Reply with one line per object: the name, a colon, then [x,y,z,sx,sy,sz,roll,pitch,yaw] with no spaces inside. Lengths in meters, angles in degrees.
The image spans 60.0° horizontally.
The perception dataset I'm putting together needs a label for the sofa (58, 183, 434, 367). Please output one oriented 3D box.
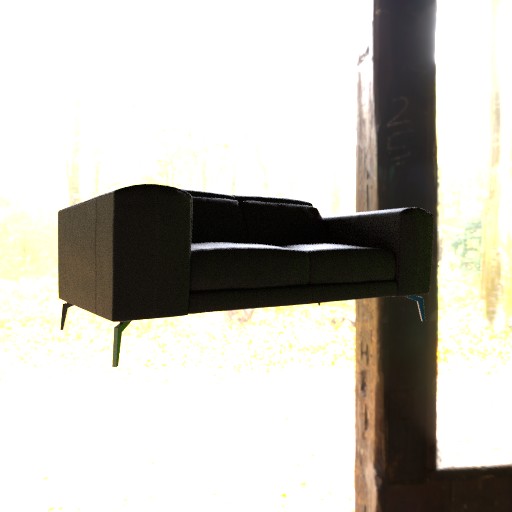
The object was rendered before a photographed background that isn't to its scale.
sofa: [0.000,0.000,2.460,1.895,0.779,1.003,0,1,-35]
